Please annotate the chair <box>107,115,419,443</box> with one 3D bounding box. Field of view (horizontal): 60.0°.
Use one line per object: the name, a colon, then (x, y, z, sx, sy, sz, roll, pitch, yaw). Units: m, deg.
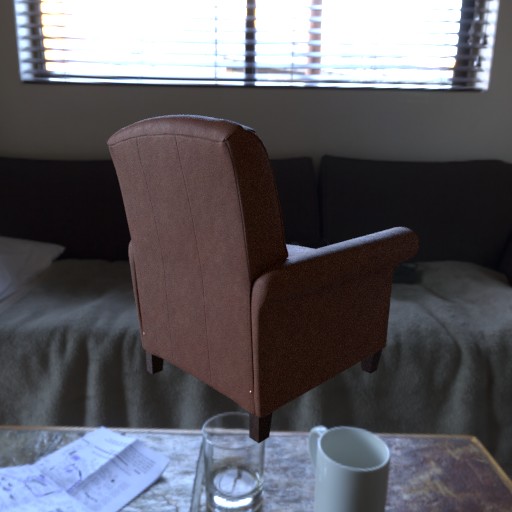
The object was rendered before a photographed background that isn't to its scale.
chair: (0.000, 0.000, 1.831, 0.902, 1.061, 0.978, -12, 18, -43)
